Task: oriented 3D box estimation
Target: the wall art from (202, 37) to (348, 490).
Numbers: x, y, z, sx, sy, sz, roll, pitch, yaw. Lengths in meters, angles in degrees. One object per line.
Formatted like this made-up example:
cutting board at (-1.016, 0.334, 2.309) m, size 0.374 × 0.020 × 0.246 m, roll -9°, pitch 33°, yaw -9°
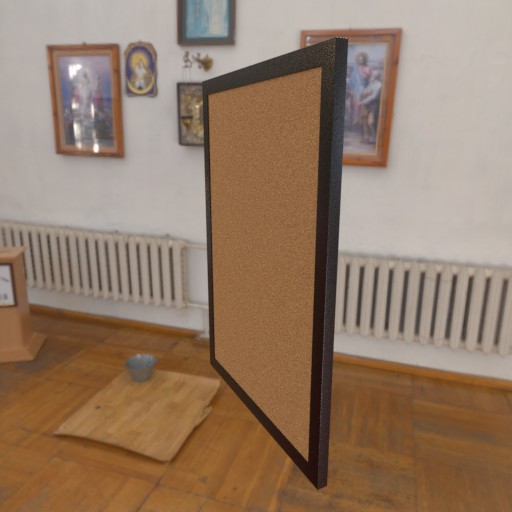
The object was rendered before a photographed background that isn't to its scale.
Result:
wall art at (0.000, 0.000, 0.541) m, size 0.013 × 0.432 × 0.304 m, roll -7°, pitch 16°, yaw -26°
